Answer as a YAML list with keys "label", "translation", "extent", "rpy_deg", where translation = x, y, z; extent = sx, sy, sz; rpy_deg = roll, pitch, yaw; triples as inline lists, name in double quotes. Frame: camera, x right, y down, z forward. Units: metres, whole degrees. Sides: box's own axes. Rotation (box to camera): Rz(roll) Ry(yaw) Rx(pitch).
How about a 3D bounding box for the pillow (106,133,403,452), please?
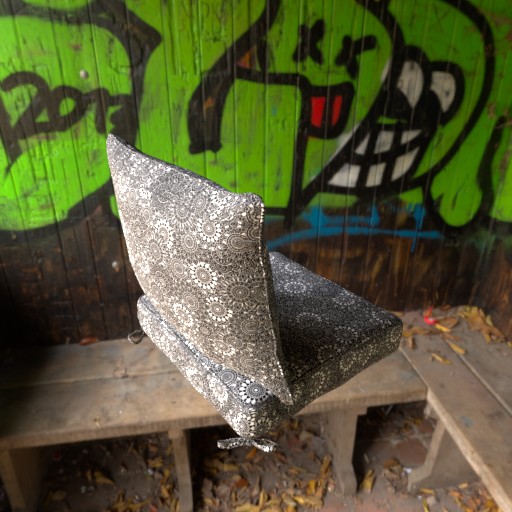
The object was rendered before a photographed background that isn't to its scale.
- label: "pillow"
  translation: [0.000, 0.000, 1.405]
  extent: [0.740, 0.722, 0.798]
  rpy_deg: [-19, 32, -33]
